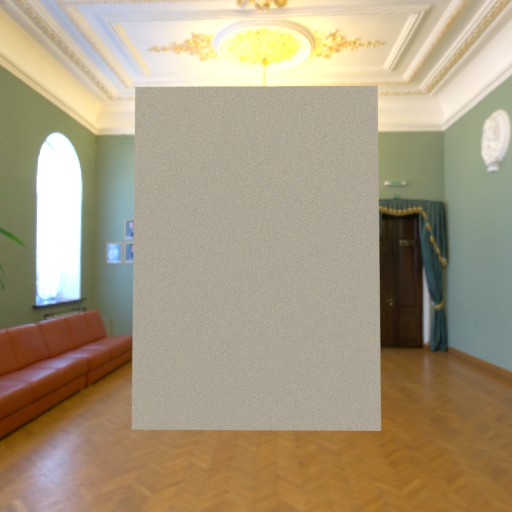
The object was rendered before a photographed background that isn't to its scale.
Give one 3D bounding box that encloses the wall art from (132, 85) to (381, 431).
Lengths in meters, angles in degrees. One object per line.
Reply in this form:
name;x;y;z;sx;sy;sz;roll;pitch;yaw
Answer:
wall art;0.000;0.000;0.692;0.381;0.533;0.013;0;-2;1
